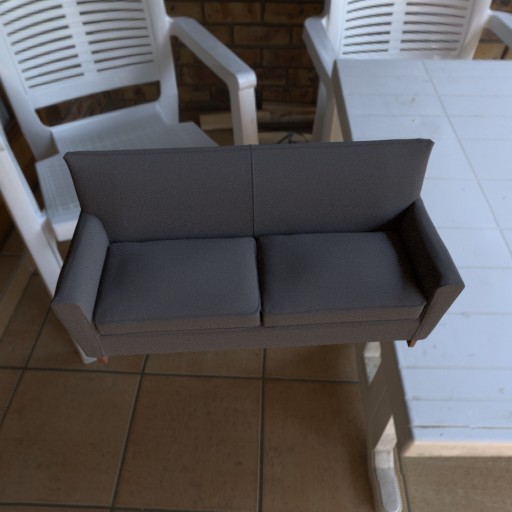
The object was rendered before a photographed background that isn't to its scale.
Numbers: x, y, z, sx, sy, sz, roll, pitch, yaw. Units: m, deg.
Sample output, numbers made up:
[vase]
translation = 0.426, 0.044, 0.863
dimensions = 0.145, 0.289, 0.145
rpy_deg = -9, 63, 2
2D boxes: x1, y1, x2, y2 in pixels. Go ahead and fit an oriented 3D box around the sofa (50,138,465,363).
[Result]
[sofa]
translation = 0.000, 0.000, 2.457
dimensions = 2.002, 0.907, 0.843
rpy_deg = -3, 48, -2
